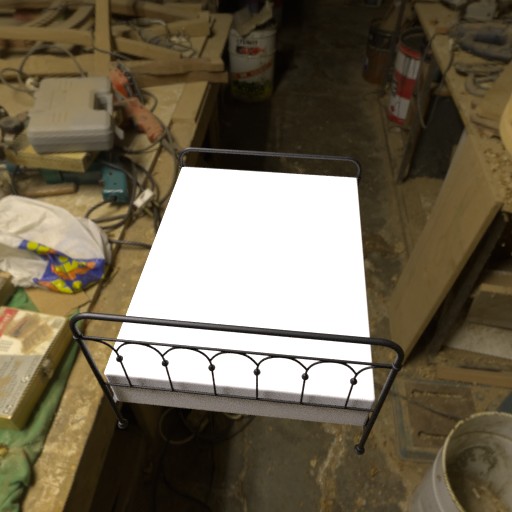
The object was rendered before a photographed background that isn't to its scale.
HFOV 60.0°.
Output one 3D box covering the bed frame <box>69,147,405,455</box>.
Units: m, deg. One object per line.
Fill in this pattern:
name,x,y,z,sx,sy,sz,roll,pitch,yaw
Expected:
bed frame,0.000,0.000,3.240,1.664,1.276,2.203,4,46,4
